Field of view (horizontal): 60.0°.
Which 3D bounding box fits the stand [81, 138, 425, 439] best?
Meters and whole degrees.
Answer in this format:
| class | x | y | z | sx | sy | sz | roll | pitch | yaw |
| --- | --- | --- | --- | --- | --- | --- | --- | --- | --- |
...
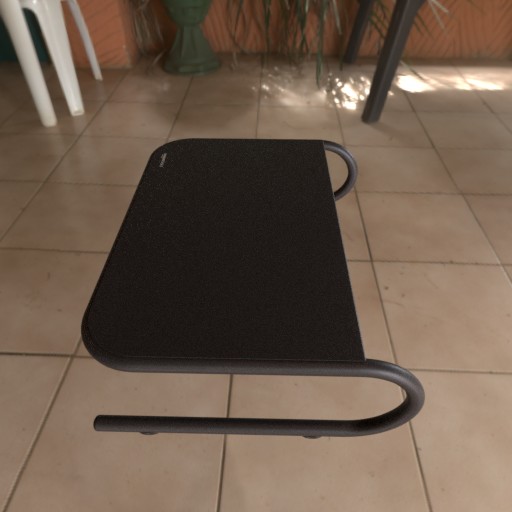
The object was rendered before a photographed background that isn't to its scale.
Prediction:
| class | x | y | z | sx | sy | sz | roll | pitch | yaw |
| --- | --- | --- | --- | --- | --- | --- | --- | --- | --- |
| stand | 0.000 | 0.000 | 0.496 | 0.280 | 0.108 | 0.370 | 1 | 41 | 1 |
